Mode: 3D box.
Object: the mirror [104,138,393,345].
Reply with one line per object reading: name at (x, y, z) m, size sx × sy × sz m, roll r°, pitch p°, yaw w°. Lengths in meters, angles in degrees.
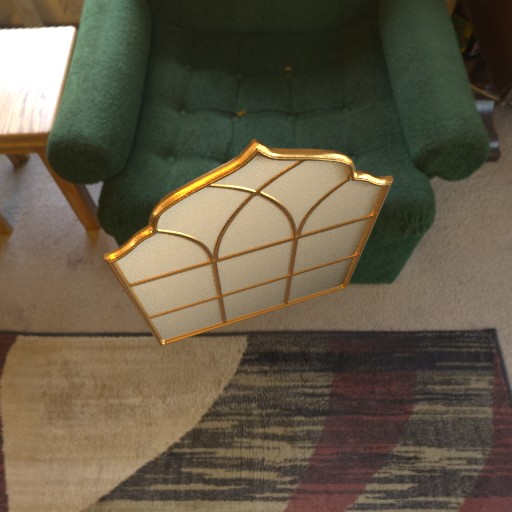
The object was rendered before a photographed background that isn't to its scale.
mirror at (0.000, 0.000, 0.869) m, size 0.513 × 0.635 × 0.018 m, roll -16°, pitch 63°, yaw -9°
